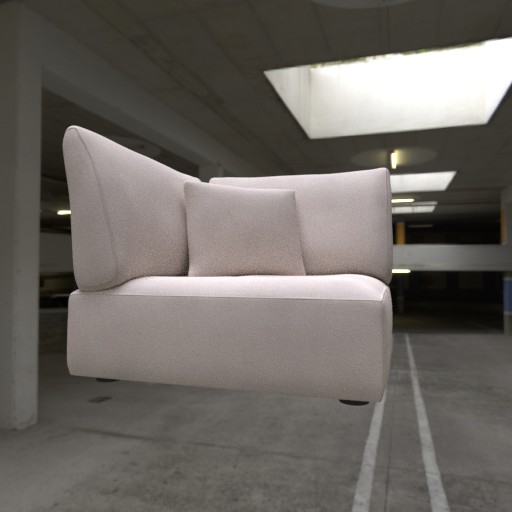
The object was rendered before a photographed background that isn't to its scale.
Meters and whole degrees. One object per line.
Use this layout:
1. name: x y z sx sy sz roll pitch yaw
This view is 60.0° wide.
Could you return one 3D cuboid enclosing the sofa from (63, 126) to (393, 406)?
1. sofa: 0.000 0.000 1.701 1.000 0.820 1.000 0 -1 18
